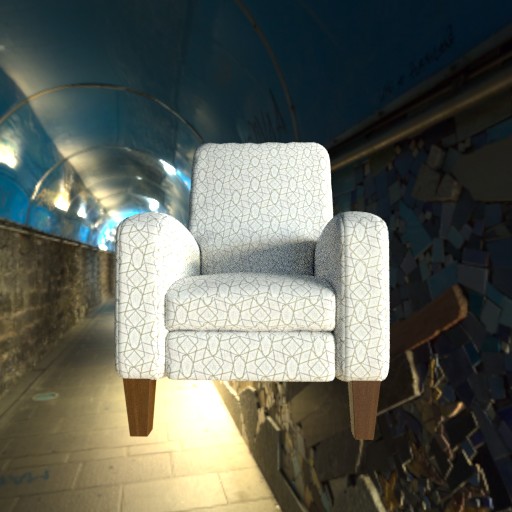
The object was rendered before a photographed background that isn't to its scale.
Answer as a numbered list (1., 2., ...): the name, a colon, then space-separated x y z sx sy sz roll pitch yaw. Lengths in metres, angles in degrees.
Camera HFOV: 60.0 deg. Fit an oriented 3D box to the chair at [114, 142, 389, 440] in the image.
1. chair: 0.000 0.000 1.748 0.796 1.064 0.995 0 0 2
